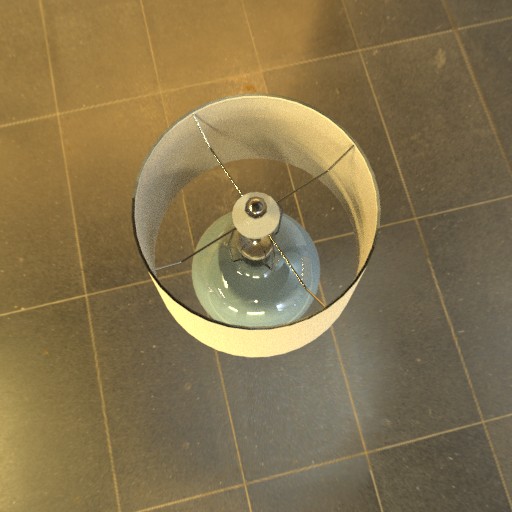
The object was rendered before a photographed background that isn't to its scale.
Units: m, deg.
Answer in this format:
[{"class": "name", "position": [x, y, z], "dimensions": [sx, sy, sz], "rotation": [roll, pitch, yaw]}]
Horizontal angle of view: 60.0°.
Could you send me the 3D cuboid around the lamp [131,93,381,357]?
[{"class": "lamp", "position": [0.000, 0.000, 0.553], "dimensions": [0.247, 0.387, 0.247], "rotation": [0, 77, 0]}]
